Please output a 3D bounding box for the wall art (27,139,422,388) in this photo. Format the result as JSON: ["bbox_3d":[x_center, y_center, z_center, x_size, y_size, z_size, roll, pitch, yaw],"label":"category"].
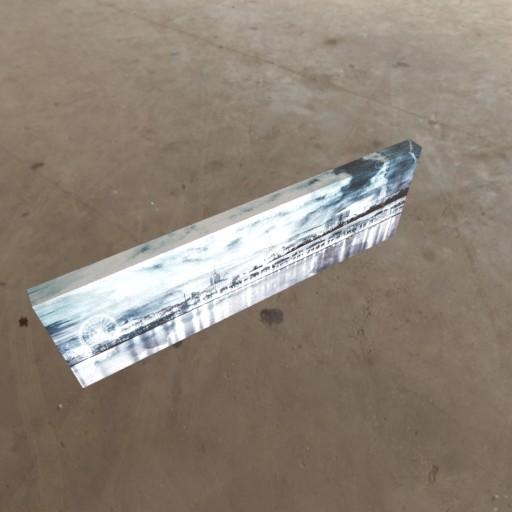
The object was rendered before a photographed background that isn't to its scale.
[{"bbox_3d":[0.000,0.000,0.859,0.759,0.251,0.037,-24,52,-20],"label":"wall art"}]
